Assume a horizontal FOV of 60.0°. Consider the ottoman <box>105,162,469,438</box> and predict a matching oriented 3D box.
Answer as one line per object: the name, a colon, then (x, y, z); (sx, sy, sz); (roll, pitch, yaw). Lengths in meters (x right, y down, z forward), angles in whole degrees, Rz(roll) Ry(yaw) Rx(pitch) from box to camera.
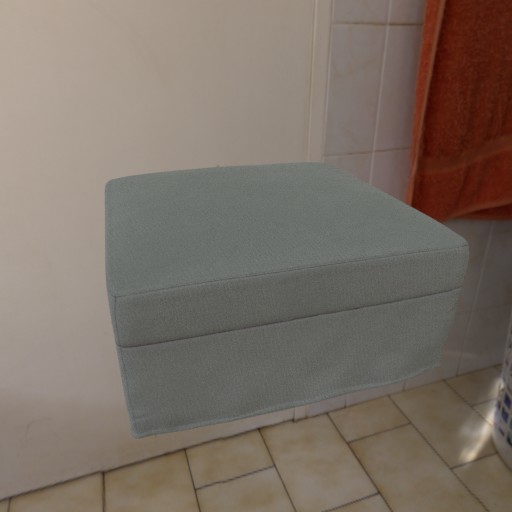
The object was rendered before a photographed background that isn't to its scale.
ottoman: (0.000, 0.000, 1.345); (0.842, 0.441, 0.843); (-8, 27, -16)
